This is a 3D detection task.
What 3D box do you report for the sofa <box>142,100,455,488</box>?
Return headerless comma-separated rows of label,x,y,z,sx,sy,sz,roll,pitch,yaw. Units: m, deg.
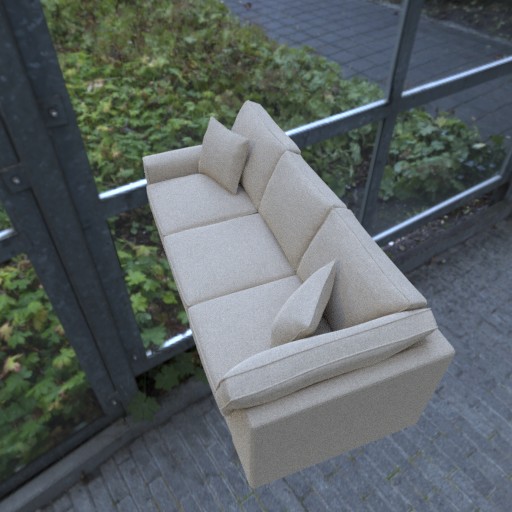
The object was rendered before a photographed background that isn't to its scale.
sofa,0.000,0.000,2.791,1.061,0.962,2.317,-15,47,-15
